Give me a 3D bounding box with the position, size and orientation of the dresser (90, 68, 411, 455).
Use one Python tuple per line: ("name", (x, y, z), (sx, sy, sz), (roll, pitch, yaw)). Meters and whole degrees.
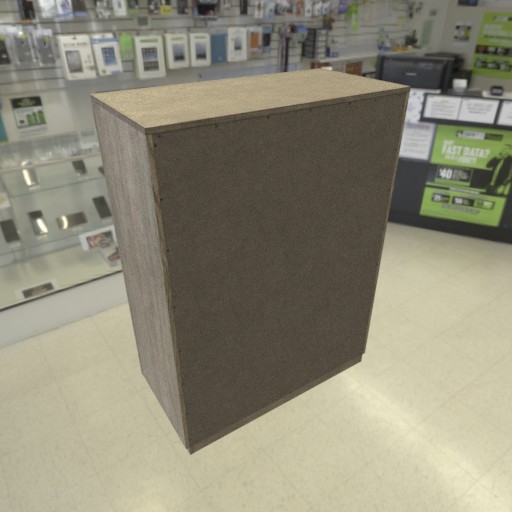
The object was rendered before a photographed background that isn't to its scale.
("dresser", (0.000, 0.000, 1.815), (0.967, 1.295, 0.483), (-19, 36, -28))
